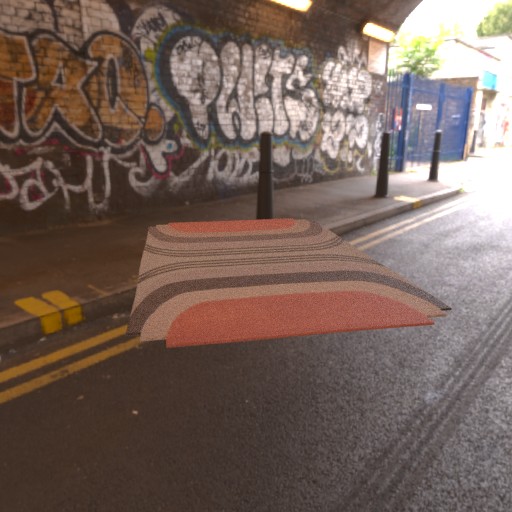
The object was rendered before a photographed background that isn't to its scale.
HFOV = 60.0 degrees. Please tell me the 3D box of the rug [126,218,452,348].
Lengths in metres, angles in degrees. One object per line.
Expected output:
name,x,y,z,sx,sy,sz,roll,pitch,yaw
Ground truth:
rug,0.000,0.000,3.033,1.530,0.017,2.446,-3,16,-10
